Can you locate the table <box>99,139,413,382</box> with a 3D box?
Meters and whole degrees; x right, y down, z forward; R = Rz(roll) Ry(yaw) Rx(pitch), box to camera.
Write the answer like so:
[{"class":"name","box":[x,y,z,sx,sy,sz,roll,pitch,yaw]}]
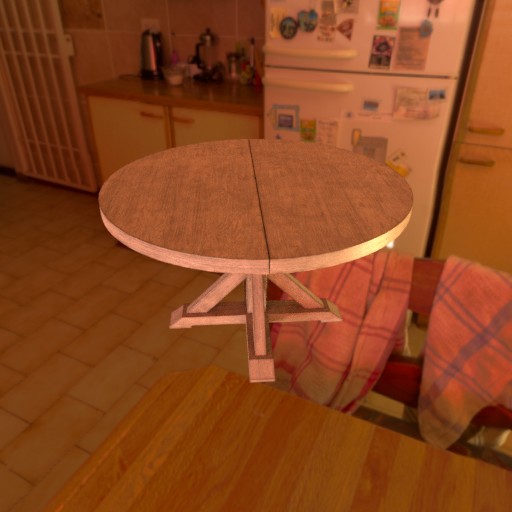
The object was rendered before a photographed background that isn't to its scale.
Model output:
[{"class":"table","box":[0.000,0.000,2.198,1.363,0.781,1.363,0,31,0]}]
